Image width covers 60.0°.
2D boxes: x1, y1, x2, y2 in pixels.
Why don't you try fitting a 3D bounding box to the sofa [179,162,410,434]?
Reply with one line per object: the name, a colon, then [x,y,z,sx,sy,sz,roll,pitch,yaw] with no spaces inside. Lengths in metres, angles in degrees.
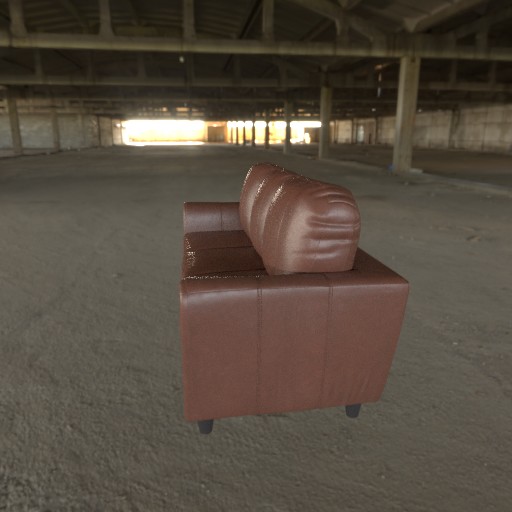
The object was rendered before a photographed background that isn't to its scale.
sofa: [0.000,0.000,2.372,0.802,0.915,1.862,-2,16,-8]
